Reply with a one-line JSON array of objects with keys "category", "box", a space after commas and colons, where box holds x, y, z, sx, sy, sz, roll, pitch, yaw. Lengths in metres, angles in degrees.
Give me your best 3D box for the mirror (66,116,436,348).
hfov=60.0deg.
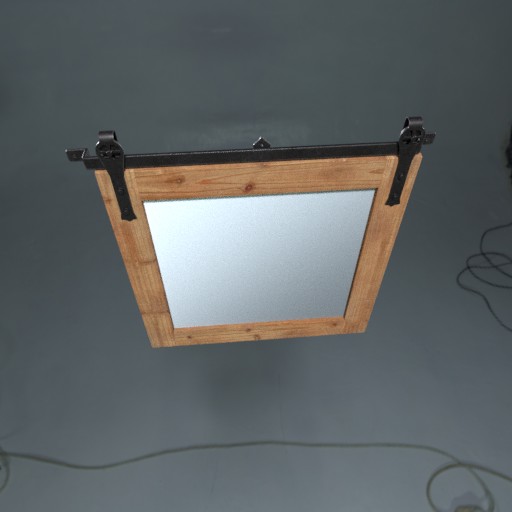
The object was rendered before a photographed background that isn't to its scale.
[{"category": "mirror", "box": [0.000, 0.000, 1.197, 0.805, 0.800, 0.054, -4, 48, -3]}]
